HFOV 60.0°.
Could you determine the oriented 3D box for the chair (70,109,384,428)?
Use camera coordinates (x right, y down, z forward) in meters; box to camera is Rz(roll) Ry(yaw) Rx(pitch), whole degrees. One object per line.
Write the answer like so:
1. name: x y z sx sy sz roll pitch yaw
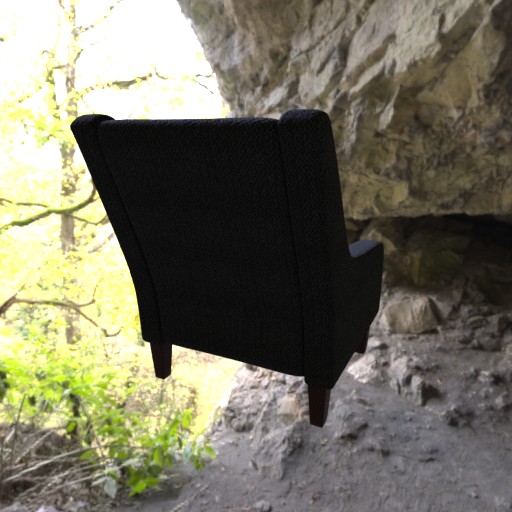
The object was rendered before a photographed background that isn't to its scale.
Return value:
1. chair: 0.000 0.000 1.681 0.793 1.012 0.944 8 18 26
